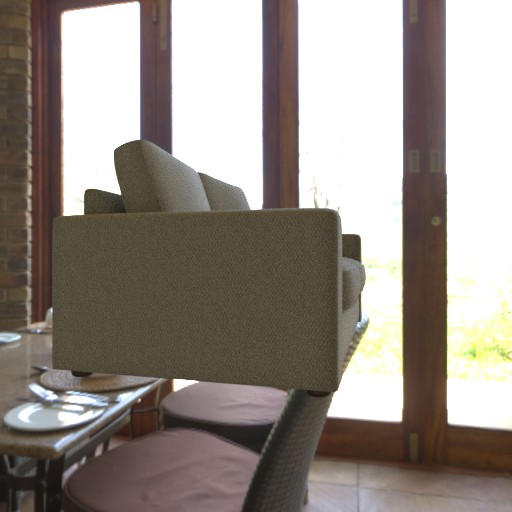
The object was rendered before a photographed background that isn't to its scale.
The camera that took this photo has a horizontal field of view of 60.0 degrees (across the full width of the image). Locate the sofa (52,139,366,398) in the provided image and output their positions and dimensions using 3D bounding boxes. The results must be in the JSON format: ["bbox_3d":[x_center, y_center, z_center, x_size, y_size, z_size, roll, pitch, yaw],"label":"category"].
[{"bbox_3d":[0.000,0.000,2.162,1.016,0.873,1.616,0,0,16],"label":"sofa"}]
